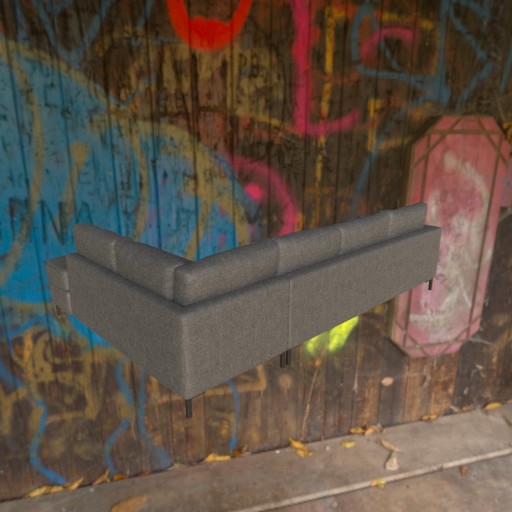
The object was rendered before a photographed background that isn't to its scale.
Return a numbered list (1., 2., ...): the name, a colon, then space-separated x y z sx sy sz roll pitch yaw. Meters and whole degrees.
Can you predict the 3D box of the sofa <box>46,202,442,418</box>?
1. sofa: 0.000 0.000 3.932 2.972 0.858 1.984 -15 23 -41
